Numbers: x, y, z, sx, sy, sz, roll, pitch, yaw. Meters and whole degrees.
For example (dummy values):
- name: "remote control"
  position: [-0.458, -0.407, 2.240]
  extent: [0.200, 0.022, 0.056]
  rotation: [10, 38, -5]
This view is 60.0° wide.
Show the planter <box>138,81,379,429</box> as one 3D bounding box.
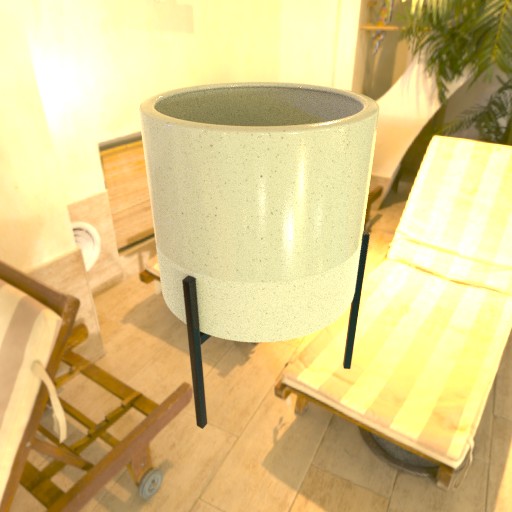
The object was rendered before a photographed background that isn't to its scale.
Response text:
- name: "planter"
  position: [0.000, 0.000, 0.342]
  extent: [0.152, 0.230, 0.159]
  rotation: [18, 35, 28]
